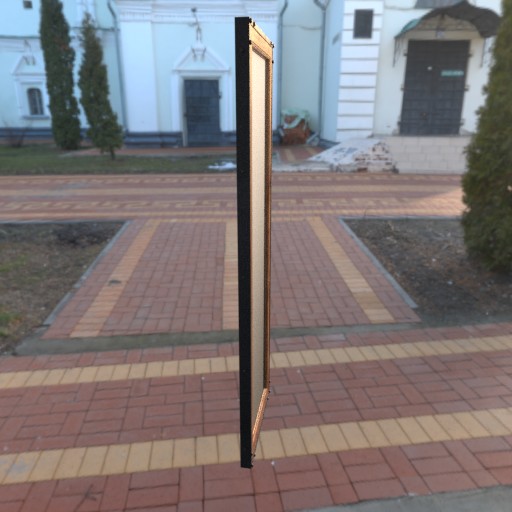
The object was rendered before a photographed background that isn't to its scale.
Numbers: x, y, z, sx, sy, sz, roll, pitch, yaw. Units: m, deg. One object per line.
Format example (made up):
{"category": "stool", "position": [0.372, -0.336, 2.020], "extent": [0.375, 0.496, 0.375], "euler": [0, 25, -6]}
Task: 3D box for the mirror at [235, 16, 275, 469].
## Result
{"category": "mirror", "position": [0.000, 0.000, 1.179], "extent": [0.042, 1.080, 0.354], "euler": [3, 18, 9]}
